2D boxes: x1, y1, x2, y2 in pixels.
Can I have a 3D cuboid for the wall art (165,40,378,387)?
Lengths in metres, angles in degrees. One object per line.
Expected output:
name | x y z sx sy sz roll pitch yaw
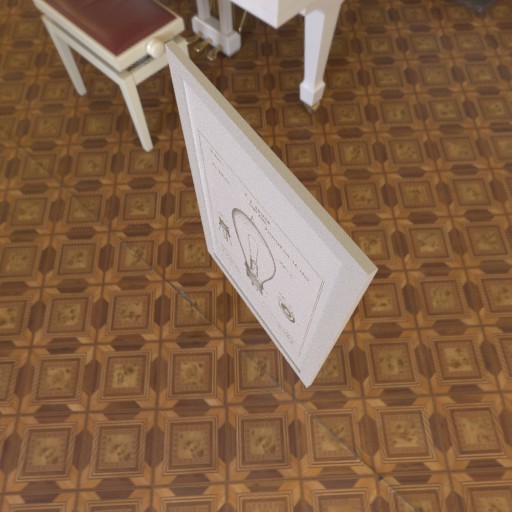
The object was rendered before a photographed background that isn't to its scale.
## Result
wall art | 0.000 0.000 0.620 0.010 0.474 0.325 -32 67 -15
